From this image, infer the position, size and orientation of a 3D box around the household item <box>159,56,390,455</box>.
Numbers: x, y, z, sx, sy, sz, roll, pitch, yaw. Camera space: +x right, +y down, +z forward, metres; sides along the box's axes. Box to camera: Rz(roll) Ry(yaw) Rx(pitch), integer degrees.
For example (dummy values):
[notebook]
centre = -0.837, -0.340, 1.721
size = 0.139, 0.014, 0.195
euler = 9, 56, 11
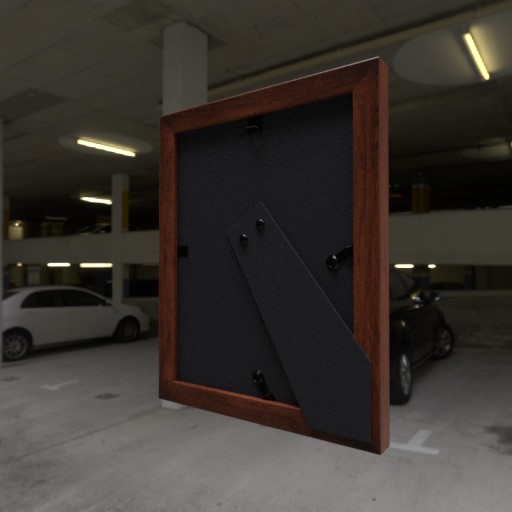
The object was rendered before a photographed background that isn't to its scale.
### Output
[household item]
centre = 0.000, 0.000, 0.341
size = 0.200, 0.250, 0.020
euler = -1, -1, 35
